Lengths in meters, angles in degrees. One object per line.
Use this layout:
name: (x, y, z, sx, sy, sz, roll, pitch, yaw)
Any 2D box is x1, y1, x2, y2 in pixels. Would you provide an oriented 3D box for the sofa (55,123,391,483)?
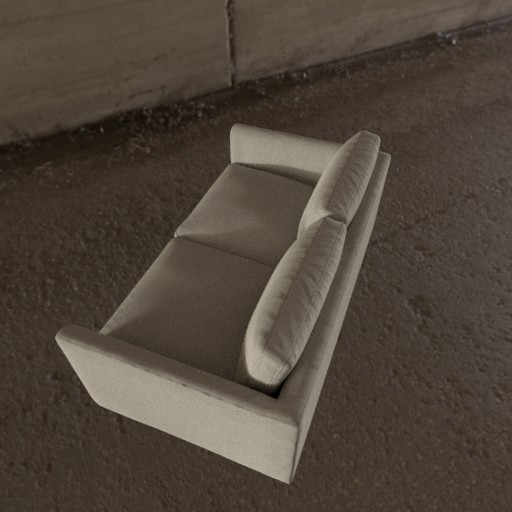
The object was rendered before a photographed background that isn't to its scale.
sofa: (0.000, 0.000, 2.479, 1.091, 0.839, 1.905, 16, 48, 15)
